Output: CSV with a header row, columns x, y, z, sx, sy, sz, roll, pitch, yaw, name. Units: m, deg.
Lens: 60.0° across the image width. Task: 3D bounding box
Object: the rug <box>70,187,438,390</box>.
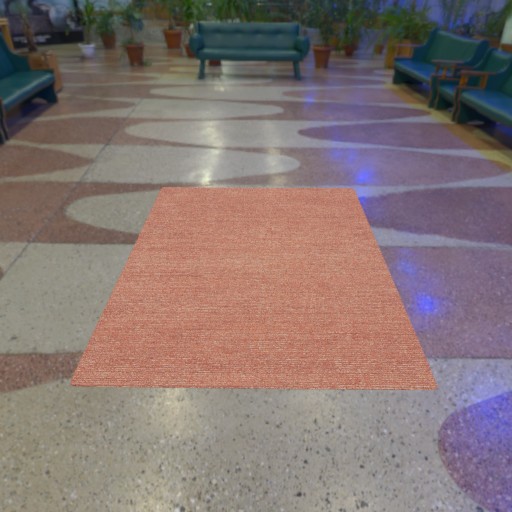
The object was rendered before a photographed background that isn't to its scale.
x,y,z,sx,sy,sz,roll,pitch,yaw,name
0.000,0.000,2.789,1.594,0.009,2.112,0,33,1,rug
